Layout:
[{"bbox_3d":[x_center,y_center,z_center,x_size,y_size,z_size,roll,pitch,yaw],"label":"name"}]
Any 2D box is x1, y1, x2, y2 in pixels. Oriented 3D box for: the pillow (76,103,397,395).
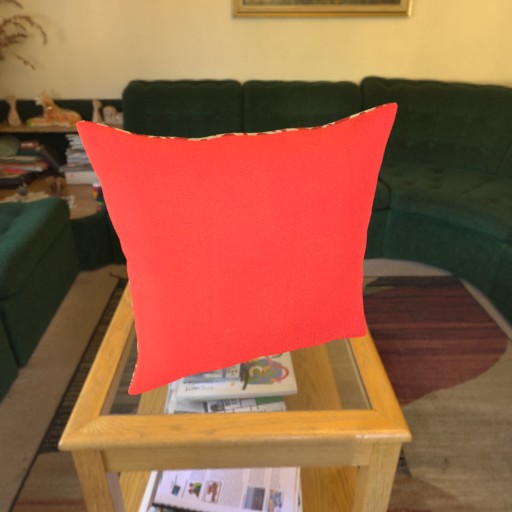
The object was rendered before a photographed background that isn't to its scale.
[{"bbox_3d":[0.000,0.000,0.801,0.522,0.507,0.192,-9,29,-17],"label":"pillow"}]
